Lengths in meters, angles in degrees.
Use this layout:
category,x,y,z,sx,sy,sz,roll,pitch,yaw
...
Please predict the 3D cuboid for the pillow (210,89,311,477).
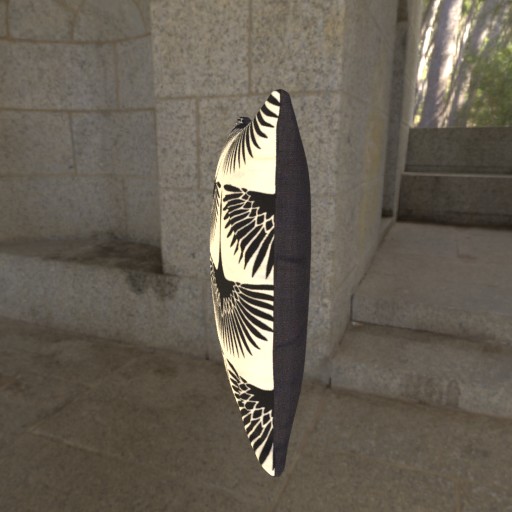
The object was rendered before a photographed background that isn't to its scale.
category,x,y,z,sx,sy,sz,roll,pitch,yaw
pillow,0.000,0.000,0.677,0.139,0.432,0.432,-2,14,-6
